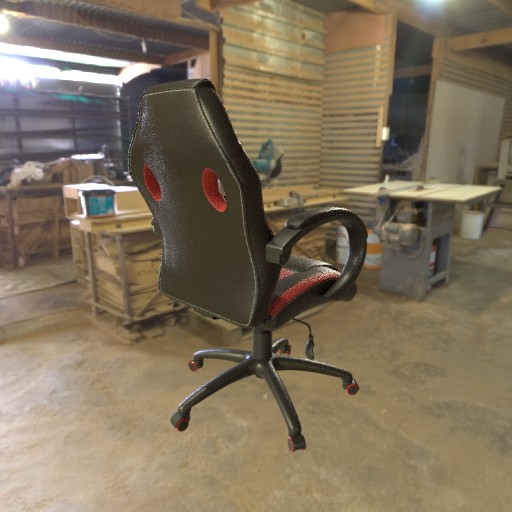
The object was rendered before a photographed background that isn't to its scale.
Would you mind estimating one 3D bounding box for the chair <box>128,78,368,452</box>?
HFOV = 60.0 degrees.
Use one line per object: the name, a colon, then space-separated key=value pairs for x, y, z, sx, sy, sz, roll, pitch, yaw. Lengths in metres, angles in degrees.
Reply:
chair: x=0.000 y=0.000 z=1.695 sx=0.750 sy=1.189 sz=0.783 roll=14 pitch=20 yaw=43
